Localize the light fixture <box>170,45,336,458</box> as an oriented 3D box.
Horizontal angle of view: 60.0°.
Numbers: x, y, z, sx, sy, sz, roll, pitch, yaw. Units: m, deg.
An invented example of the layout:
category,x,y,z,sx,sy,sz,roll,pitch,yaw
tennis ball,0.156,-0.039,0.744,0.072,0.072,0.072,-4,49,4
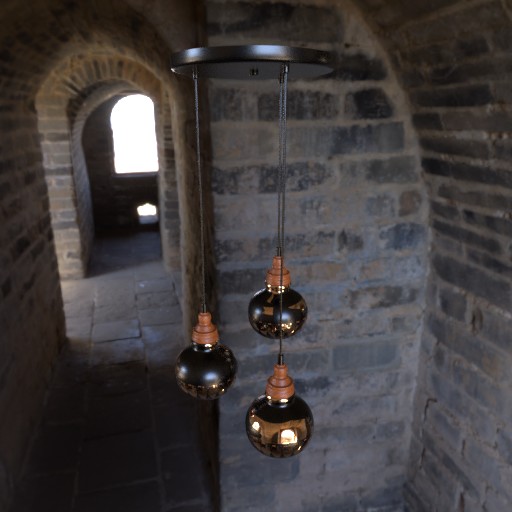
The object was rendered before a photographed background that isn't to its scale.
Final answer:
category,x,y,z,sx,sy,sz,roll,pitch,yaw
light fixture,0.000,0.000,1.730,0.608,1.410,0.605,8,19,26
